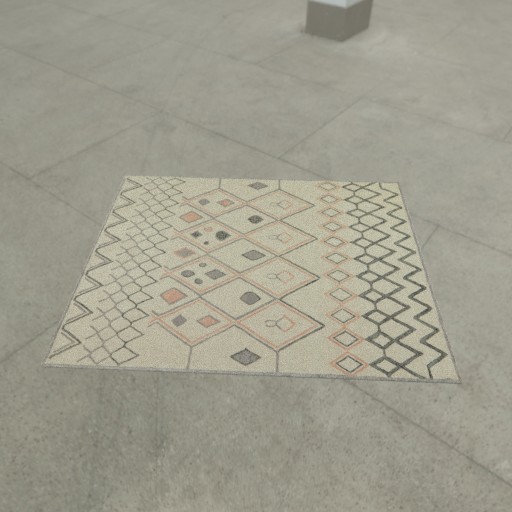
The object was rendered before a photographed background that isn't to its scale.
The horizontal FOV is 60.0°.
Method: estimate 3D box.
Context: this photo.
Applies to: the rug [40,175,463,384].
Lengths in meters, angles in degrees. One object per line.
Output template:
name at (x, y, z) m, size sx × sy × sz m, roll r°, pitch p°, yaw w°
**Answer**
rug at (0.000, 0.000, 4.054) m, size 3.050 × 0.016 × 2.441 m, roll 2°, pitch 45°, yaw 2°
